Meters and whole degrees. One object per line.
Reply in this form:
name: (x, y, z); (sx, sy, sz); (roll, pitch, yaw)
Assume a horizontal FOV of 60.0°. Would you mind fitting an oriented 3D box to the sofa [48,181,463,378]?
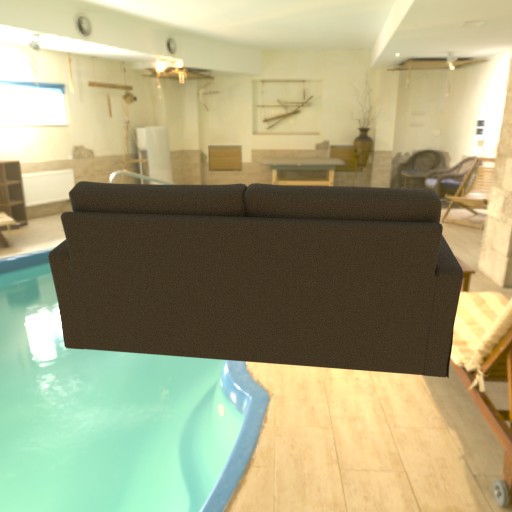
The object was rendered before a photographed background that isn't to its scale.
sofa: (0.000, 0.000, 2.332); (1.852, 0.839, 0.898); (2, 17, 8)
